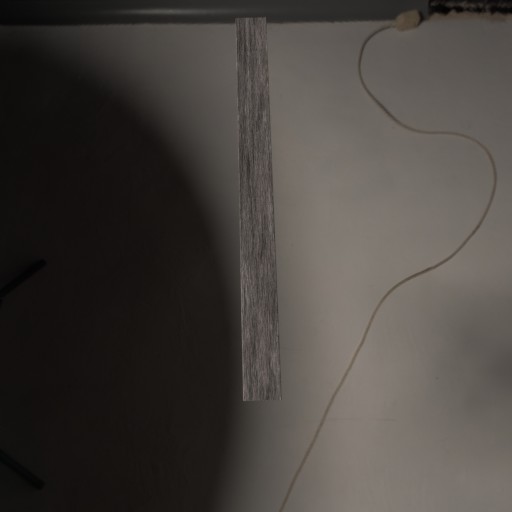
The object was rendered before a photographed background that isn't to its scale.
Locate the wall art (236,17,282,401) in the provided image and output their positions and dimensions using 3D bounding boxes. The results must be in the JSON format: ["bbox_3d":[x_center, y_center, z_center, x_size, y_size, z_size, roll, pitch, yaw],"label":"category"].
[{"bbox_3d":[0.000,0.000,1.320,0.063,1.016,0.762,-2,75,0],"label":"wall art"}]
